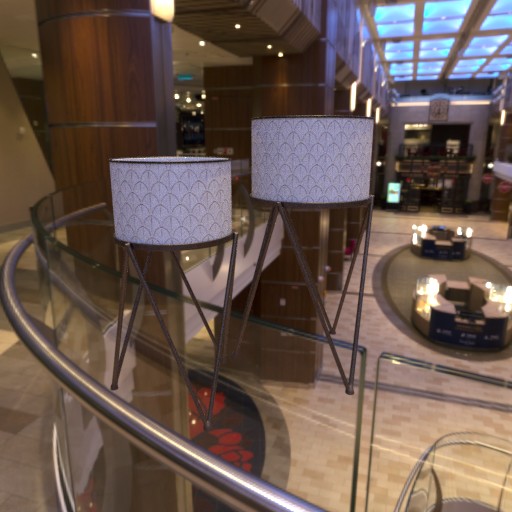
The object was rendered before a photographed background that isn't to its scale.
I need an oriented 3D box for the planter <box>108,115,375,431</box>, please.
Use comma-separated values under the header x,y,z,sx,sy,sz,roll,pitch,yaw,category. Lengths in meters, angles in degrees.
x,y,z,sx,sy,sz,roll,pitch,yaw,category
0.000,0.000,1.186,0.769,0.712,0.413,-7,16,-26,planter
